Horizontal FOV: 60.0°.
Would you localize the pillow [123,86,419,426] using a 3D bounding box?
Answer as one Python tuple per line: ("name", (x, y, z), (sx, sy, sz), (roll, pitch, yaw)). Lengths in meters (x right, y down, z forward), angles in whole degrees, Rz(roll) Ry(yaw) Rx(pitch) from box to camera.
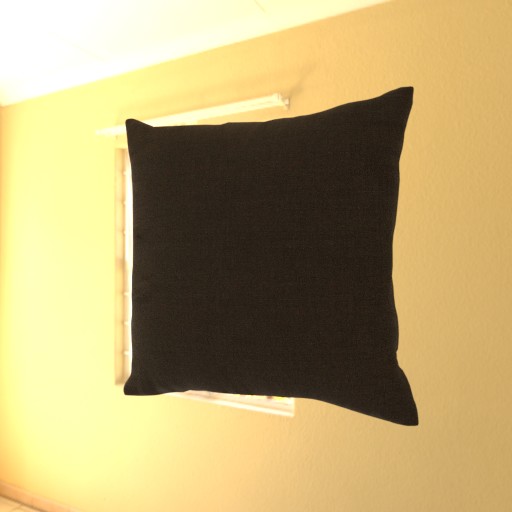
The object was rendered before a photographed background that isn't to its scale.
("pillow", (0.000, 0.000, 0.629), (0.432, 0.432, 0.139), (0, -1, 18))
